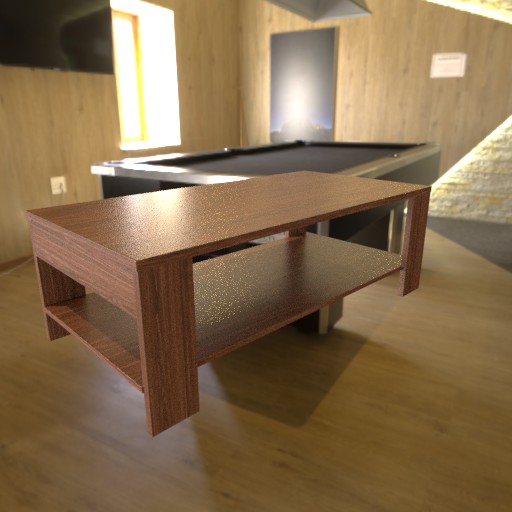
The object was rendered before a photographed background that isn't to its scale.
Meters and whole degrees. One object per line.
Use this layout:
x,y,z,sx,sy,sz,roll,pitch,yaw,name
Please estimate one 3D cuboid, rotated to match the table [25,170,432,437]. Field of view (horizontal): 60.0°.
0.000,0.000,1.482,1.200,0.400,0.600,-17,25,-41,table
